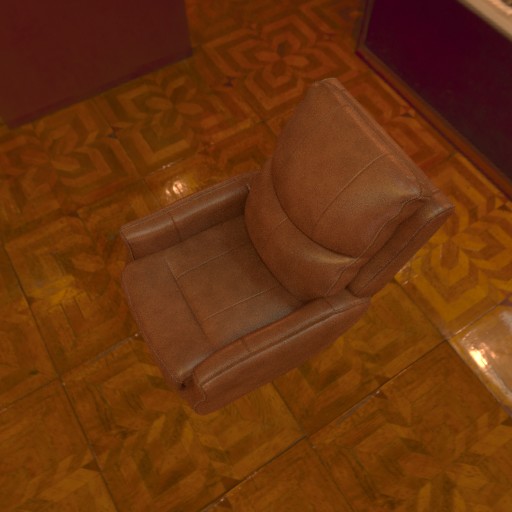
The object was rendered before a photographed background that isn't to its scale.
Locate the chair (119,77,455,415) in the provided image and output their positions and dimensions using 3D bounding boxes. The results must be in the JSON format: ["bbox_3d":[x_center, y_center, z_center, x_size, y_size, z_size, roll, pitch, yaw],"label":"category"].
[{"bbox_3d":[0.000,0.000,1.769,1.072,1.016,0.821,-27,66,-13],"label":"chair"}]
